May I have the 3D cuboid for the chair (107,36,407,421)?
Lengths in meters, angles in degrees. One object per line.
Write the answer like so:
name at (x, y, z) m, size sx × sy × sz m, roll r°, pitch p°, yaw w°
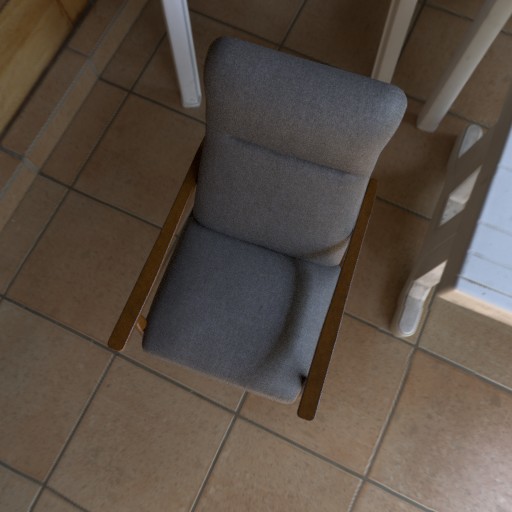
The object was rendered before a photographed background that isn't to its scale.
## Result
chair at (0.000, 0.000, 1.725) m, size 0.762 × 1.081 × 1.014 m, roll 19°, pitch 76°, yaw 5°
